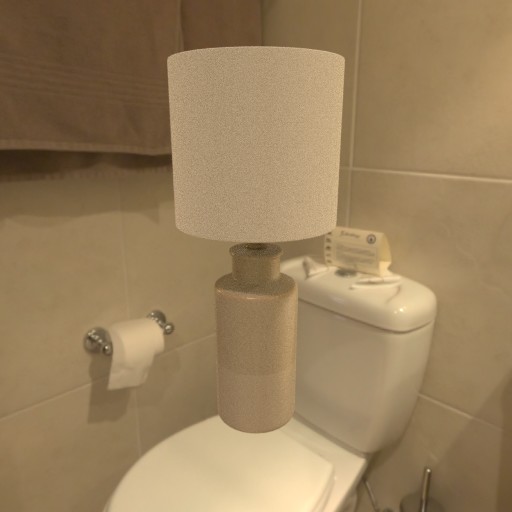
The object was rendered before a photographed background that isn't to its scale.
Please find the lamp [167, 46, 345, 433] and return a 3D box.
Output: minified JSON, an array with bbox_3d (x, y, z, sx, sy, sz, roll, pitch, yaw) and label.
[{"bbox_3d":[0.000,0.000,0.608,0.212,0.493,0.212,3,17,9],"label":"lamp"}]
